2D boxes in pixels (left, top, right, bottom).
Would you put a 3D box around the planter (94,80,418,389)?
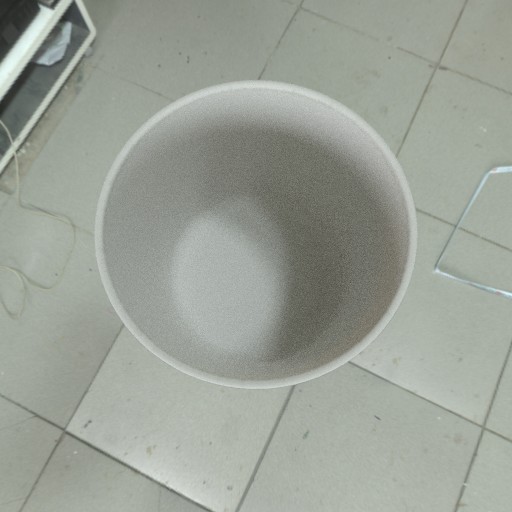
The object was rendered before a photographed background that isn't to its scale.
[{"bbox_3d":[0.000,0.000,0.796,0.440,0.398,0.440,0,76,0],"label":"planter"}]
